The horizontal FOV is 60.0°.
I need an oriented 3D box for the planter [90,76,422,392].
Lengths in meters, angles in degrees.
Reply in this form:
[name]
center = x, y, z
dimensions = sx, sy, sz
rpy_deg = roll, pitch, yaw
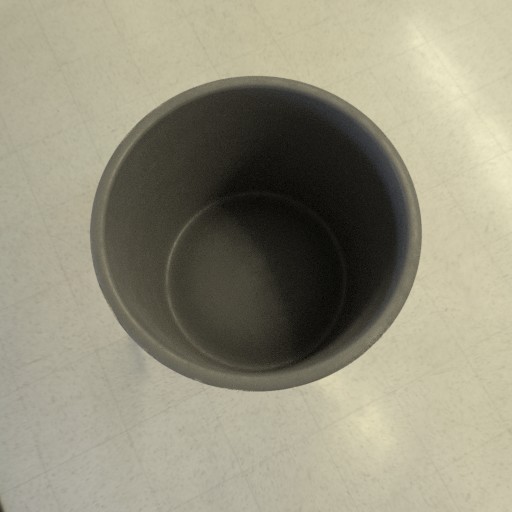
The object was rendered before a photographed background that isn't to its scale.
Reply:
[planter]
center = 0.000, 0.000, 0.391
dimensions = 0.226, 0.201, 0.226
rpy_deg = 0, 75, 0
